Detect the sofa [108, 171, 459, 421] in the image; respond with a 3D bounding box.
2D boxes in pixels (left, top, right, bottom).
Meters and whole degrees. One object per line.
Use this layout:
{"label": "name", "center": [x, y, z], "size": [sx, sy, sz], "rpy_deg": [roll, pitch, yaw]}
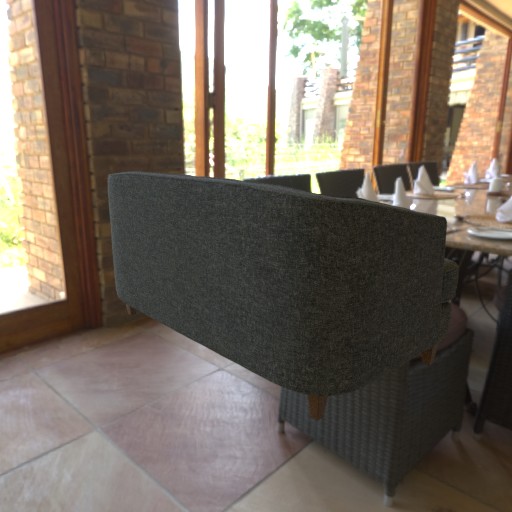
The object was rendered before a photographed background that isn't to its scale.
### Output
{"label": "sofa", "center": [0.000, 0.000, 2.280], "size": [0.941, 0.855, 1.733], "rpy_deg": [-13, 19, -41]}
